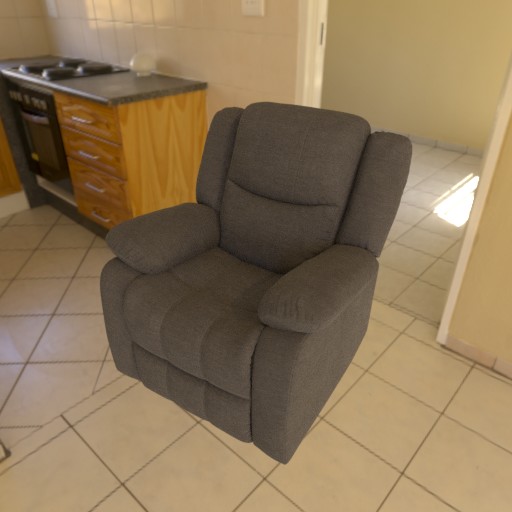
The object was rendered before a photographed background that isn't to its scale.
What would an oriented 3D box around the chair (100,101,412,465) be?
[{"bbox_3d":[0.000,0.000,1.711,0.899,1.008,0.944,18,36,27],"label":"chair"}]
